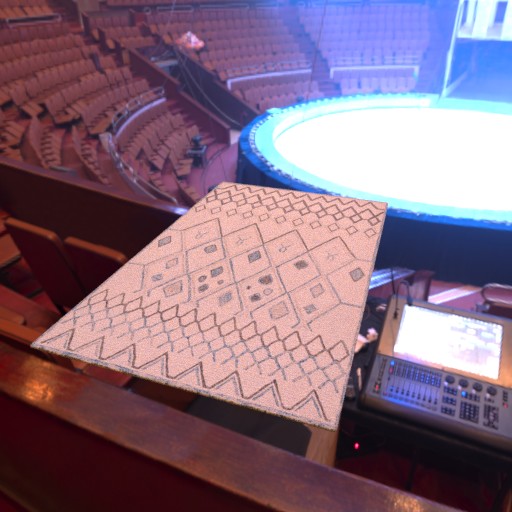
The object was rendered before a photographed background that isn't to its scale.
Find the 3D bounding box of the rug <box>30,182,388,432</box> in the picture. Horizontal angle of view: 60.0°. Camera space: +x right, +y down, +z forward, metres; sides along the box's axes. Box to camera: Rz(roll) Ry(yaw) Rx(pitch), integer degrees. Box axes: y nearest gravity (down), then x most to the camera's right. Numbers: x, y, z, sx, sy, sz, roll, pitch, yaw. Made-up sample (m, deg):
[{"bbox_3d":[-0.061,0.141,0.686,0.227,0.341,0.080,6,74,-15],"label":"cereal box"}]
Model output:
[{"bbox_3d":[0.000,0.000,2.972,1.524,0.015,2.439,10,31,17],"label":"rug"}]
